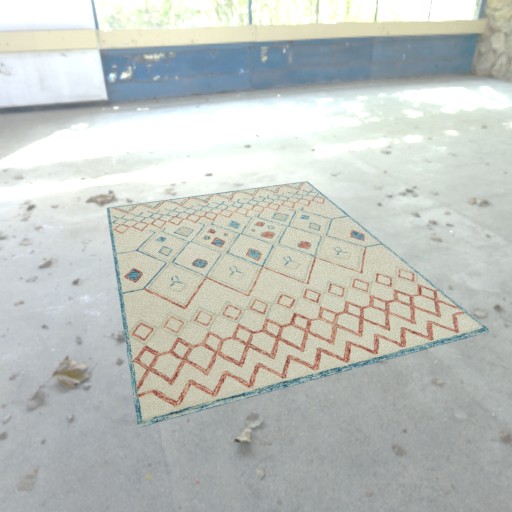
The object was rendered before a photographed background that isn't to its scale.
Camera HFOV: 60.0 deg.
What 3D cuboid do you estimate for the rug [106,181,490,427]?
[{"bbox_3d":[0.000,0.000,4.014,2.441,0.016,3.050,-10,32,-16],"label":"rug"}]
